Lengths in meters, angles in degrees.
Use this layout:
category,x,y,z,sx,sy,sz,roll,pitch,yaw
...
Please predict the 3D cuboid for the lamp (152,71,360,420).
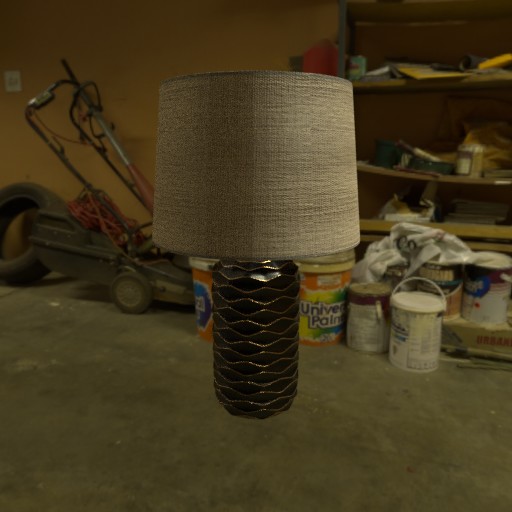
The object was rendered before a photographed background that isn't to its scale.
category,x,y,z,sx,sy,sz,roll,pitch,yaw
lamp,0.000,0.000,0.829,0.376,0.594,0.376,0,13,0
